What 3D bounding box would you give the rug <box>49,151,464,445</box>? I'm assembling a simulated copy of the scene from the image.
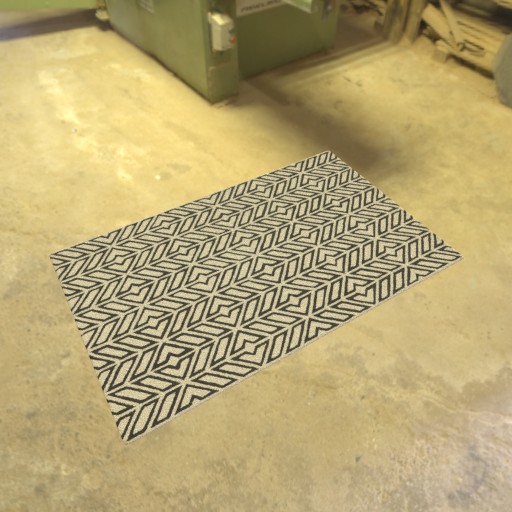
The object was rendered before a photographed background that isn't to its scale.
[{"bbox_3d":[0.000,0.000,3.060,2.438,0.008,1.523,-24,51,-21],"label":"rug"}]
